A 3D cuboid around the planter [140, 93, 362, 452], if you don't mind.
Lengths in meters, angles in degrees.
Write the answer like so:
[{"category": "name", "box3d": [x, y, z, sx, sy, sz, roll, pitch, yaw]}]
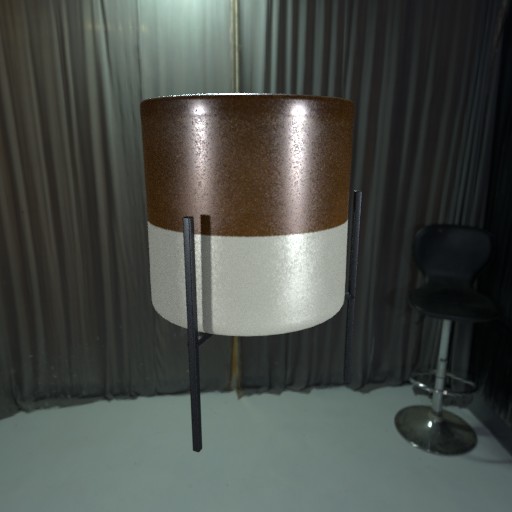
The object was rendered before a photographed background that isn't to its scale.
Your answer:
[{"category": "planter", "box3d": [0.000, 0.000, 0.573, 0.269, 0.375, 0.255, -2, 15, -8]}]
